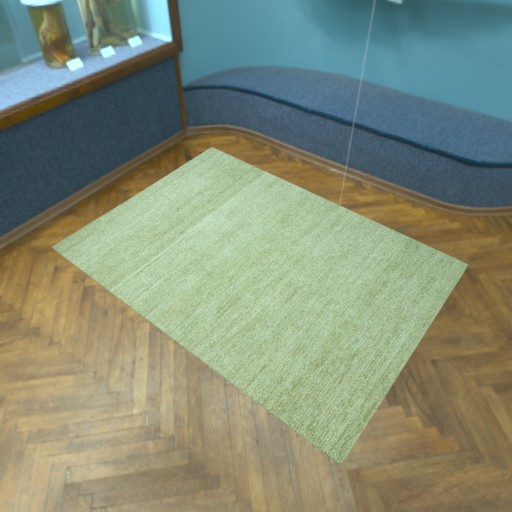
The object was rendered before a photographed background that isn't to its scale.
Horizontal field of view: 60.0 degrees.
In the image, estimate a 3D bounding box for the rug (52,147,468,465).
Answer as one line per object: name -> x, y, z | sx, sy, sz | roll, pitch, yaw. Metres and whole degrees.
rug -> 0.000, 0.000, 2.950 | 2.270, 0.017, 1.606 | 30, 53, 26
